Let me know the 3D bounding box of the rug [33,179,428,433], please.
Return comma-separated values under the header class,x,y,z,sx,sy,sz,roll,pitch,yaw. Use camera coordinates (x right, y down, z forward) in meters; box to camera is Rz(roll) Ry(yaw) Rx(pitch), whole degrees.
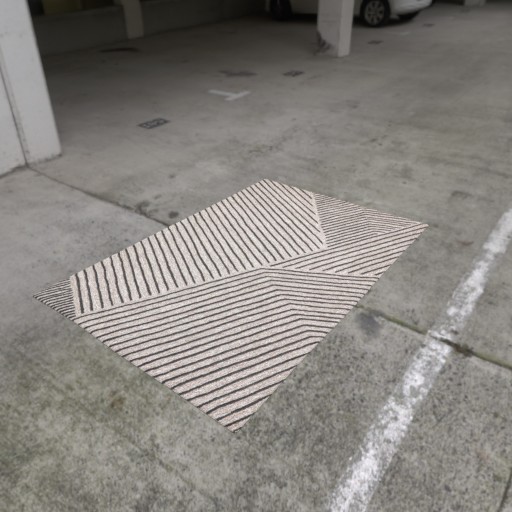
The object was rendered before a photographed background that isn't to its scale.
class,x,y,z,sx,sy,sz,roll,pitch,yaw
rug,0.000,0.000,2.376,1.237,0.019,1.842,22,37,31
